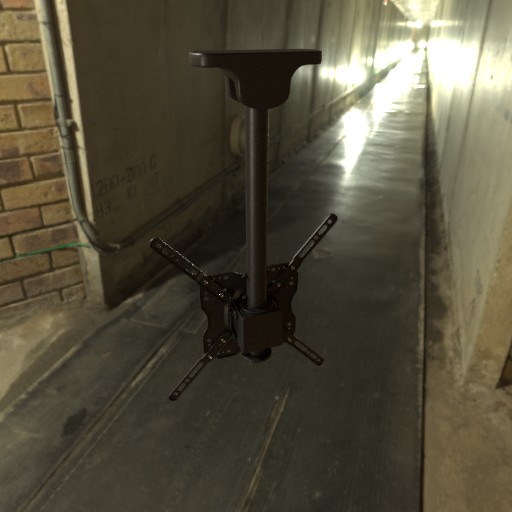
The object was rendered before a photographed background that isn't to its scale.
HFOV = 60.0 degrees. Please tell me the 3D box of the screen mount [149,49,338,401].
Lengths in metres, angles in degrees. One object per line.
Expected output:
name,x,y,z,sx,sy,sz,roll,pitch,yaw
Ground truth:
screen mount,0.000,0.000,0.866,0.393,0.729,0.090,-9,29,-16
